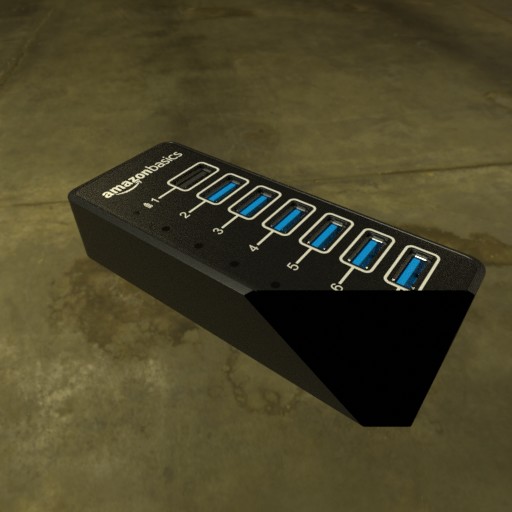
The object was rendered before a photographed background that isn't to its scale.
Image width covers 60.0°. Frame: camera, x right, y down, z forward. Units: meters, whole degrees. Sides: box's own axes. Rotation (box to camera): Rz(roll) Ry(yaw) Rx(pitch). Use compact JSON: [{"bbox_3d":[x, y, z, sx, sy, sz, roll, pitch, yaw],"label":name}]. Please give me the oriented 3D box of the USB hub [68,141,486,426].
[{"bbox_3d":[0.000,0.000,0.126,0.110,0.023,0.044,26,48,26],"label":"USB hub"}]
